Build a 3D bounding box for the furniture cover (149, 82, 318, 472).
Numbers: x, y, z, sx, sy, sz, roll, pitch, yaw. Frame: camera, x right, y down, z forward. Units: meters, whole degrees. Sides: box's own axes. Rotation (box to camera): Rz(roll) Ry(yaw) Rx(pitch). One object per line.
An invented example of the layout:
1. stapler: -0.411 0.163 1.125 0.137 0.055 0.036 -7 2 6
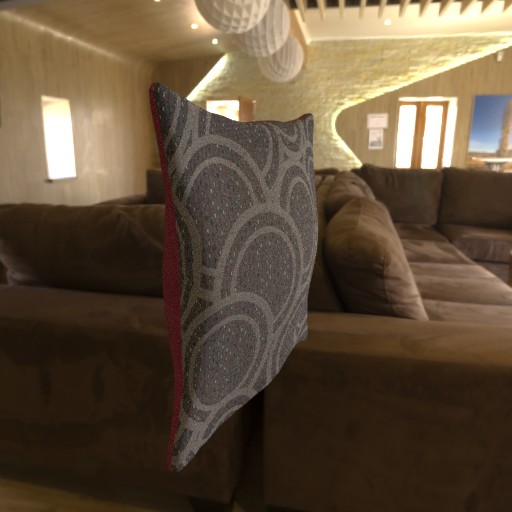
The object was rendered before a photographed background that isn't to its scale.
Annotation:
1. furniture cover: 0.000 0.000 0.776 0.163 0.513 0.514 7 15 26
